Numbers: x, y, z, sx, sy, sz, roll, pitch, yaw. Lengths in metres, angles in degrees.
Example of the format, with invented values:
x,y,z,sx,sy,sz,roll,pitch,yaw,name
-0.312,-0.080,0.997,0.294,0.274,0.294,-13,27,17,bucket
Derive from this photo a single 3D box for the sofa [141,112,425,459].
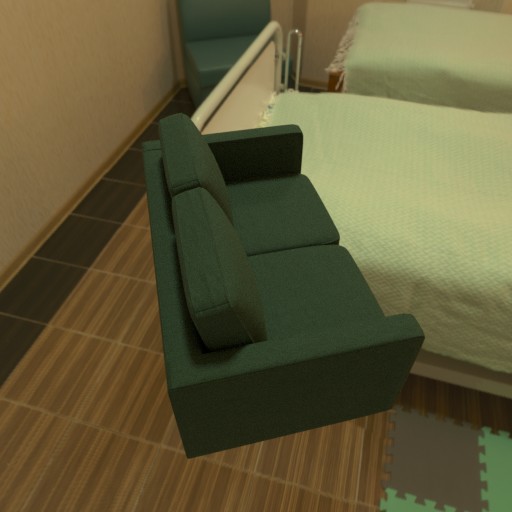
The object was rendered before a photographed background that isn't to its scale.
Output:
x,y,z,sx,sy,sz,roll,pitch,yaw,name
0.000,0.000,2.028,0.879,0.899,1.430,-10,46,-9,sofa
